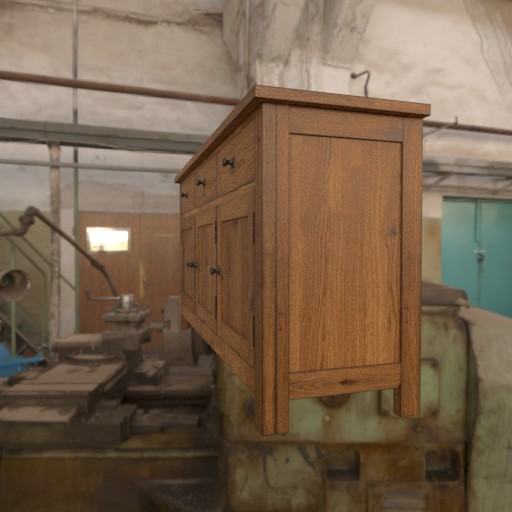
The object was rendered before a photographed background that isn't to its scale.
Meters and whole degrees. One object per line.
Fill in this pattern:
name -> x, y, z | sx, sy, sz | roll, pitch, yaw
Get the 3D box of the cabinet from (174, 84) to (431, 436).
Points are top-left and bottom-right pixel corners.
cabinet -> 0.000, 0.000, 1.779 | 0.480, 0.813, 1.474 | 0, 2, -17
